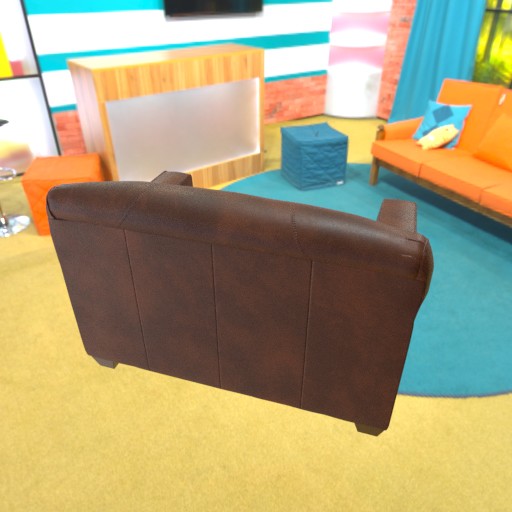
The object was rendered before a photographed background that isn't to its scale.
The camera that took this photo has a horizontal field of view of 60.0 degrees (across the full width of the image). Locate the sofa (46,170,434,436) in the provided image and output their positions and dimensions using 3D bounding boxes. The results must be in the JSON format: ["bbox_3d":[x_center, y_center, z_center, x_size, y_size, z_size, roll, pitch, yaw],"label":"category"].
[{"bbox_3d":[0.000,0.000,2.069,1.413,0.956,1.000,10,34,15],"label":"sofa"}]
